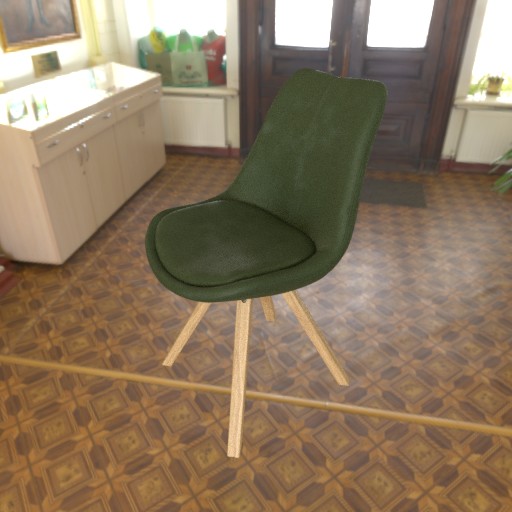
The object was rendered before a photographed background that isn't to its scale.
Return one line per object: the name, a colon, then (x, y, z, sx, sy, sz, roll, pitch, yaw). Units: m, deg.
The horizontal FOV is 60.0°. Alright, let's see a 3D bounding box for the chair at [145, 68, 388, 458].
chair: (0.000, 0.000, 1.183, 0.547, 0.865, 0.483, -20, 36, -30)
